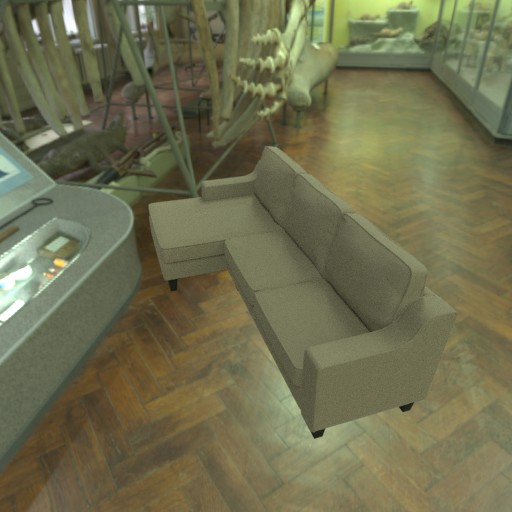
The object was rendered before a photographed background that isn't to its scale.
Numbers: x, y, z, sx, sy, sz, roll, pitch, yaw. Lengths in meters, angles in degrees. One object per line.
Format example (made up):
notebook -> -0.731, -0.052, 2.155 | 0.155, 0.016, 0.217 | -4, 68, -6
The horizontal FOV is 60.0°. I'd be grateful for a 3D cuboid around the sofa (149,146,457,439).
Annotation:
sofa -> 0.000, 0.000, 3.222 | 1.294, 0.928, 2.561 | -10, 32, -16
